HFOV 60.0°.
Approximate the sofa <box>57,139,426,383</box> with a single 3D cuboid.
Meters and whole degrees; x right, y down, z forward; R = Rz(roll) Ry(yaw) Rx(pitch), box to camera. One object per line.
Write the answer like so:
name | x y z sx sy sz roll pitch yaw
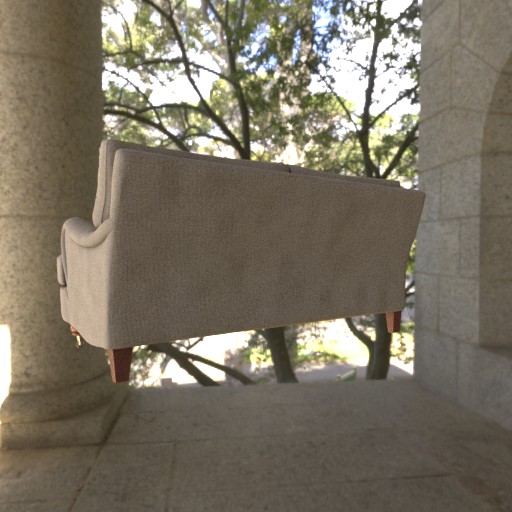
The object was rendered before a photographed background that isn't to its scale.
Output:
sofa | 0.000 0.000 2.815 2.193 1.096 1.069 -1 1 -37
